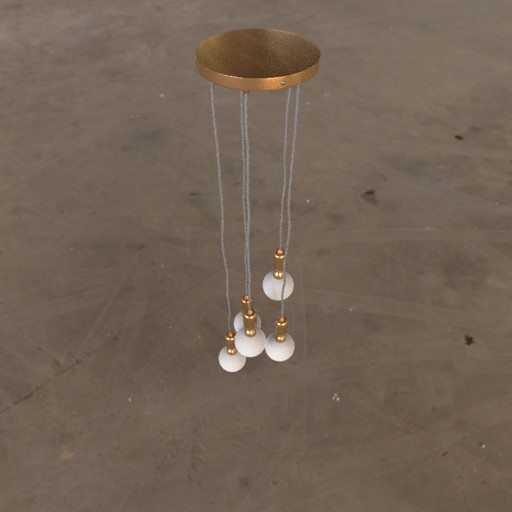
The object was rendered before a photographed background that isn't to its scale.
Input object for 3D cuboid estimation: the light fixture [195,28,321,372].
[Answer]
[{"bbox_3d":[0.000,0.000,0.505,0.108,0.457,0.105,-16,48,-15],"label":"light fixture"}]
